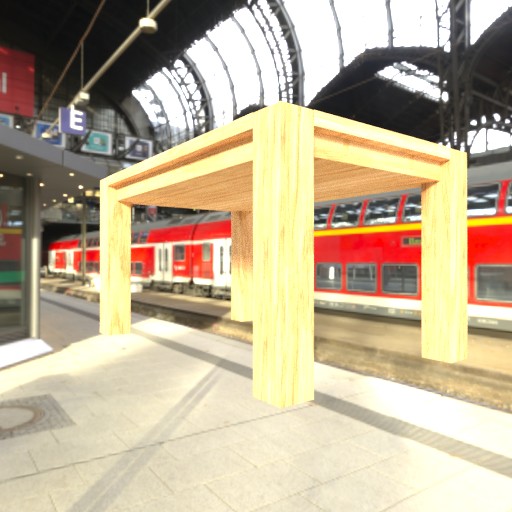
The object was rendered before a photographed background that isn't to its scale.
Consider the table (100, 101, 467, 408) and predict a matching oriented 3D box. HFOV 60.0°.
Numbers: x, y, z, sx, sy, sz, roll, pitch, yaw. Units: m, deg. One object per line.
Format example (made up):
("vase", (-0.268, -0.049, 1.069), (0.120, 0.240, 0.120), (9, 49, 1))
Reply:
("table", (0.000, 0.000, 1.921), (0.900, 0.760, 1.400), (0, 0, -37))
